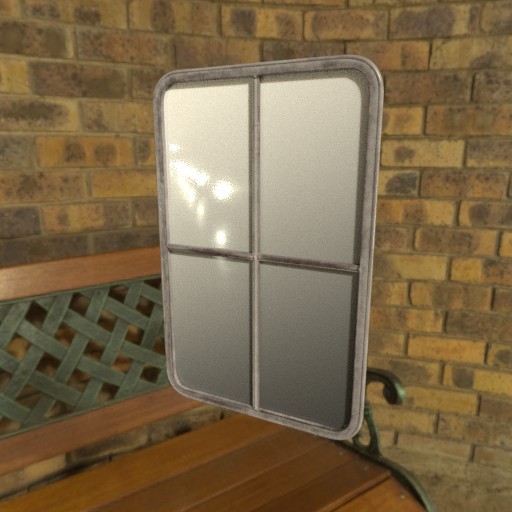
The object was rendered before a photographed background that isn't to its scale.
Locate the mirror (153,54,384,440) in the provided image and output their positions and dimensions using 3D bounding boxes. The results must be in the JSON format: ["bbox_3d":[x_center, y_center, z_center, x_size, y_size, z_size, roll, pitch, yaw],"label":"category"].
[{"bbox_3d":[0.000,0.000,0.881,0.461,0.713,0.024,6,15,25],"label":"mirror"}]
